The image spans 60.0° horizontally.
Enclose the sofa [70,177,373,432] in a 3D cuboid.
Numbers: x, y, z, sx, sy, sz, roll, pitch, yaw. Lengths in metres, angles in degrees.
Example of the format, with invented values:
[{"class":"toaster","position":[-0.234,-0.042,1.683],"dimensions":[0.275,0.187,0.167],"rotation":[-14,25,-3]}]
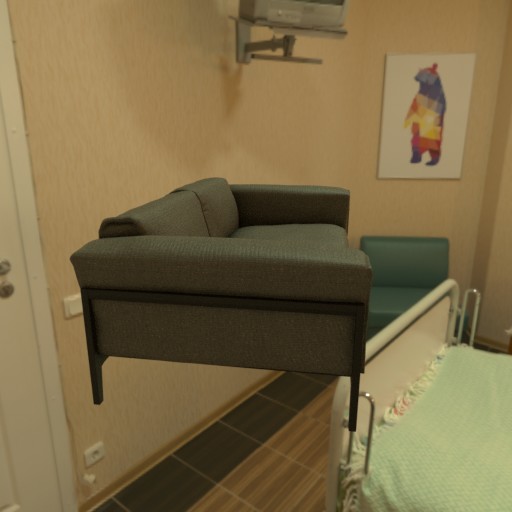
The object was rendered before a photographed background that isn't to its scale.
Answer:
[{"class":"sofa","position":[0.000,0.000,2.189],"dimensions":[0.960,0.656,1.690],"rotation":[3,16,9]}]
